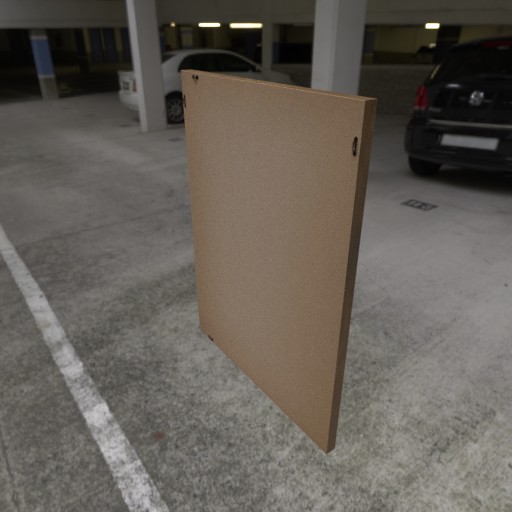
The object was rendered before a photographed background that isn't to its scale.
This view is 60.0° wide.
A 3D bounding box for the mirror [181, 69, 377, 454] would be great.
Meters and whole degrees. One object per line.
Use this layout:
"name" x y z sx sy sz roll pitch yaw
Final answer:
"mirror" 0.000 0.000 1.377 0.041 1.016 0.762 -19 33 -31
